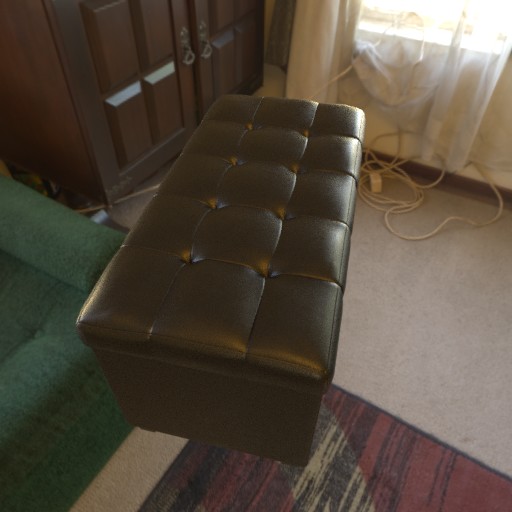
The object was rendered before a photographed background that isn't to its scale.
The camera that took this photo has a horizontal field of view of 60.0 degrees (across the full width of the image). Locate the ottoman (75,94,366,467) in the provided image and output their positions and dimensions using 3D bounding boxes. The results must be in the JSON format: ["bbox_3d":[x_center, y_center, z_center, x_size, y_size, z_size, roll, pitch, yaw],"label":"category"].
[{"bbox_3d":[0.000,0.000,1.104,0.432,0.470,0.838,10,46,9],"label":"ottoman"}]
